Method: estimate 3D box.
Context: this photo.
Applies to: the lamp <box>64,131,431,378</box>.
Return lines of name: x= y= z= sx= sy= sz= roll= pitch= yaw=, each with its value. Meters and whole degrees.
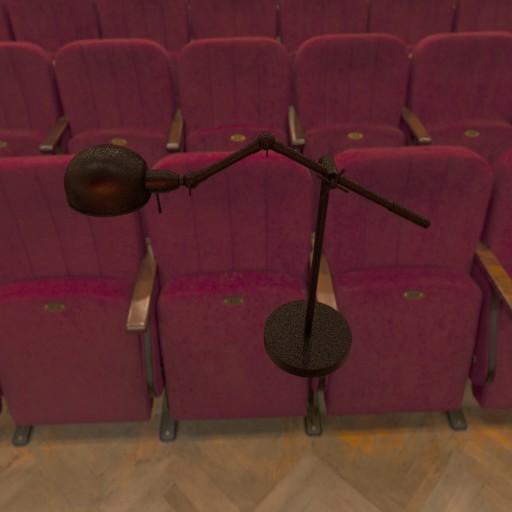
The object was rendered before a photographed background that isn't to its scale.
lamp: x=0.000 y=0.000 z=0.791 sx=0.567 sy=0.495 sz=0.185 roll=-1 pitch=41 yaw=-1
